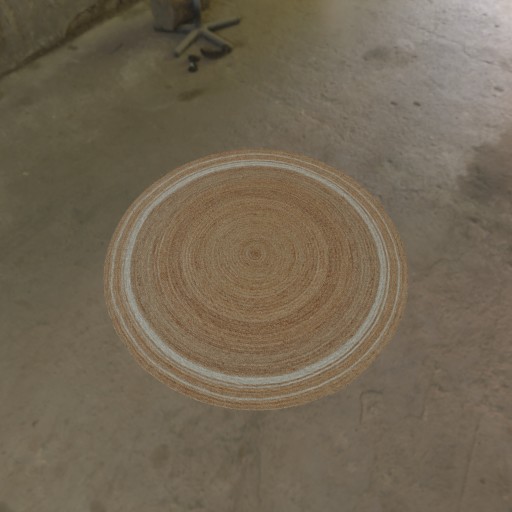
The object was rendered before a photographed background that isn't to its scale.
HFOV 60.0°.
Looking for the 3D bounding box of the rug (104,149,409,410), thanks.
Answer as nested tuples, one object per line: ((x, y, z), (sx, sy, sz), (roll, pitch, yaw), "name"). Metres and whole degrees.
((0.000, 0.000, 3.617), (2.444, 0.015, 2.444), (0, 57, 0), "rug")
